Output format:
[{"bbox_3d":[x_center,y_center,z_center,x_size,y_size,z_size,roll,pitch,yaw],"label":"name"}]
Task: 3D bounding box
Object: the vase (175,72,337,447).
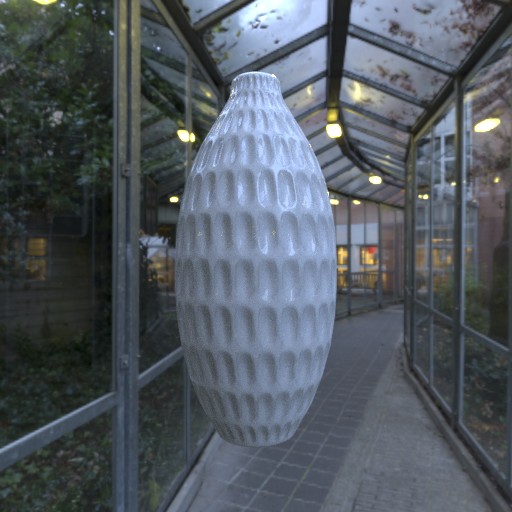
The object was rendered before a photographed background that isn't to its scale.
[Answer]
[{"bbox_3d":[0.000,0.000,0.355,0.127,0.282,0.127,0,0,0],"label":"vase"}]
